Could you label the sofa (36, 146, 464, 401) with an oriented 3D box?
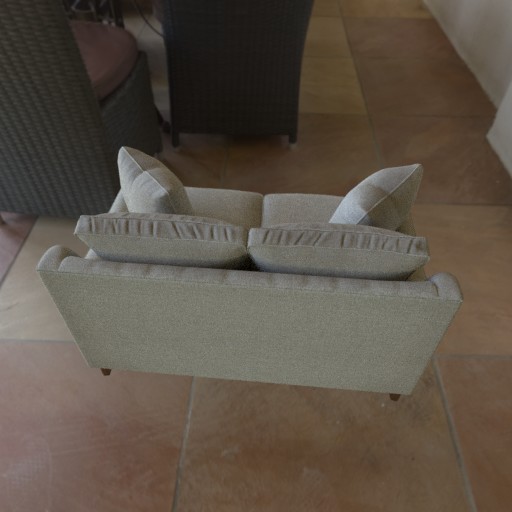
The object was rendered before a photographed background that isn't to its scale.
[{"bbox_3d":[0.000,0.000,1.990,1.422,0.863,0.915,4,47,4],"label":"sofa"}]
